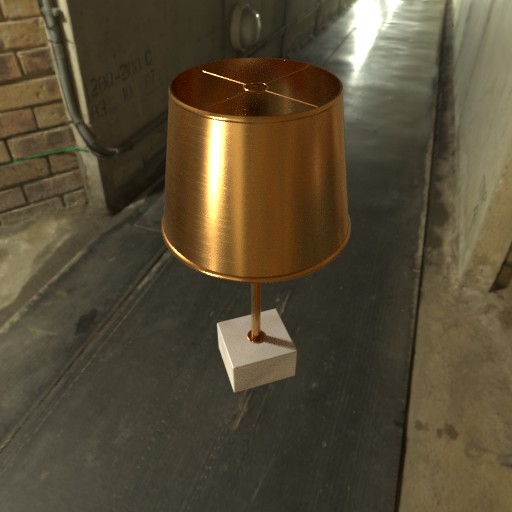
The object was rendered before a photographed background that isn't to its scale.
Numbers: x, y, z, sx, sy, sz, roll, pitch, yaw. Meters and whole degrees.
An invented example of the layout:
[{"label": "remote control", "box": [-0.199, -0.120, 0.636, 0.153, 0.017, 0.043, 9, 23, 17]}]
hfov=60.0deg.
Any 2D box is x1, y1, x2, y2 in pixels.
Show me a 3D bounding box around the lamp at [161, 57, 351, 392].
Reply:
[{"label": "lamp", "box": [0.000, 0.000, 0.529, 0.208, 0.406, 0.208, 0, 40, 0]}]
